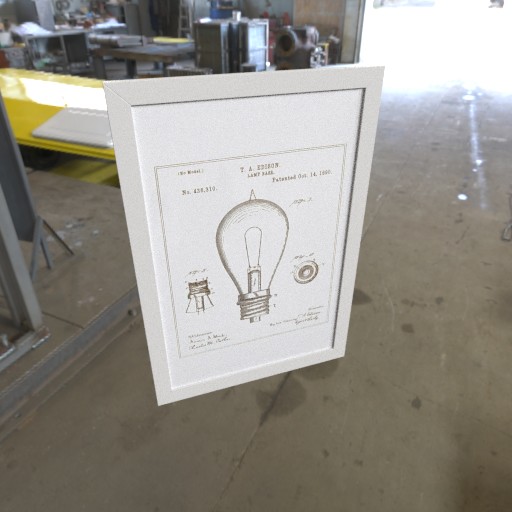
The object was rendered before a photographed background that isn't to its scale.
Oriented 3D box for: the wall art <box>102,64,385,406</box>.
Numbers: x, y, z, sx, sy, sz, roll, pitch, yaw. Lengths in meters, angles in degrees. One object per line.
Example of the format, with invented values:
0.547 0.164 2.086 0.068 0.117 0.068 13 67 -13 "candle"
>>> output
0.000 0.000 0.613 0.325 0.474 0.010 -10 33 -16 "wall art"
